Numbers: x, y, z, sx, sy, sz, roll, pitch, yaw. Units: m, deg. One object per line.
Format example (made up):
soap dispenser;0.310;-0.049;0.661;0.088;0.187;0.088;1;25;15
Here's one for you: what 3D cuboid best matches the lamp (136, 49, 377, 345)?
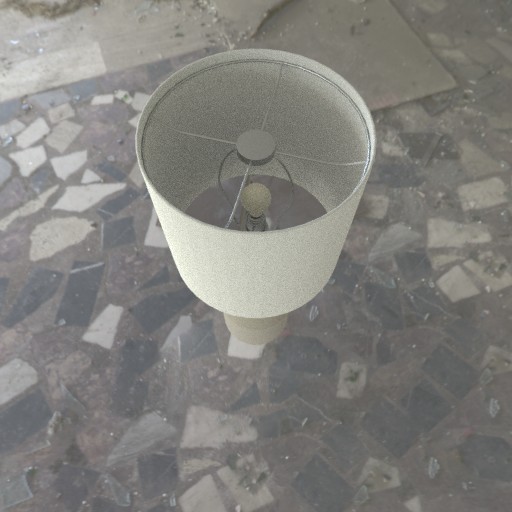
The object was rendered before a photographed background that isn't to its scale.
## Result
lamp;0.000;0.000;0.611;0.212;0.493;0.212;13;64;7
